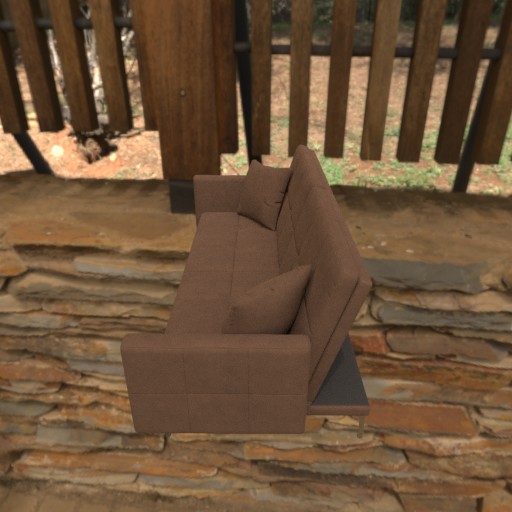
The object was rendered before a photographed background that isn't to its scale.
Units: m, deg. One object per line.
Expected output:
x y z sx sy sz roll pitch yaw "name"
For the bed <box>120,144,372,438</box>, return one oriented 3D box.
0.000 0.000 2.355 0.889 0.787 1.905 0 27 0 "bed"
